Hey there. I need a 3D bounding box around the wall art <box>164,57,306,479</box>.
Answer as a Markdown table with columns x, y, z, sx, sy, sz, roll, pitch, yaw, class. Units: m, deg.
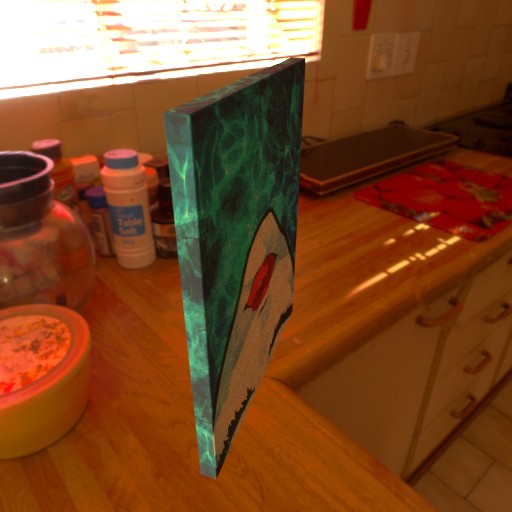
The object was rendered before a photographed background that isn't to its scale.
| x | y | z | sx | sy | sz | roll | pitch | yaw | class |
| --- | --- | --- | --- | --- | --- | --- | --- | --- | --- |
| 0.000 | 0.000 | 1.004 | 0.038 | 0.760 | 0.609 | 10 | 32 | 17 | wall art |
